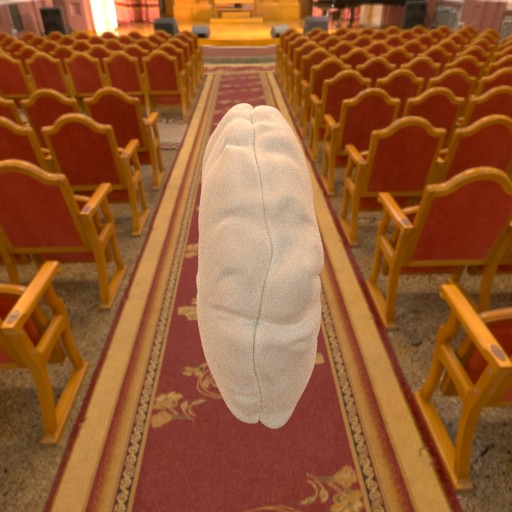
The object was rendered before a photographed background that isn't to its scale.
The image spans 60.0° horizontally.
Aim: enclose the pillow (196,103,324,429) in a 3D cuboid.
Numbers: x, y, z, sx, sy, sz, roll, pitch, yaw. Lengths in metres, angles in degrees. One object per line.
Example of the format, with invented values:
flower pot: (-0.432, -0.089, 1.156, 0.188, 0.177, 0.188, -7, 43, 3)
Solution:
pillow: (0.000, 0.000, 0.628, 0.148, 0.407, 0.428, -1, 32, -1)
